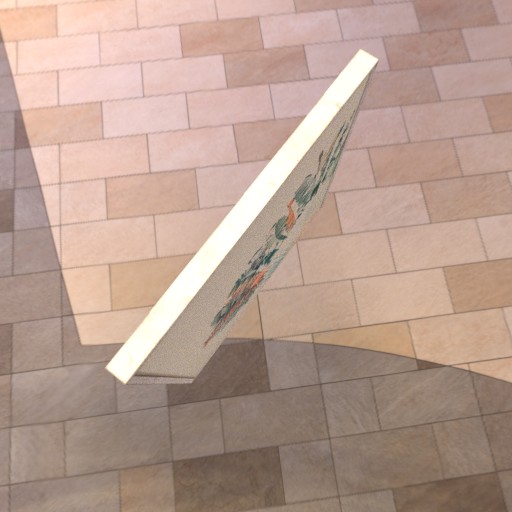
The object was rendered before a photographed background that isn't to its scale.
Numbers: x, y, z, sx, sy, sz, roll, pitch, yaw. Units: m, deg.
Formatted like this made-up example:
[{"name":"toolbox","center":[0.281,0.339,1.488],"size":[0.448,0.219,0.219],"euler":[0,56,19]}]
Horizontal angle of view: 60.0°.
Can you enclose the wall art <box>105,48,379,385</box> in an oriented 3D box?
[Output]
[{"name":"wall art","center":[0.000,0.000,0.770],"size":[0.029,0.506,0.508],"euler":[35,77,9]}]
